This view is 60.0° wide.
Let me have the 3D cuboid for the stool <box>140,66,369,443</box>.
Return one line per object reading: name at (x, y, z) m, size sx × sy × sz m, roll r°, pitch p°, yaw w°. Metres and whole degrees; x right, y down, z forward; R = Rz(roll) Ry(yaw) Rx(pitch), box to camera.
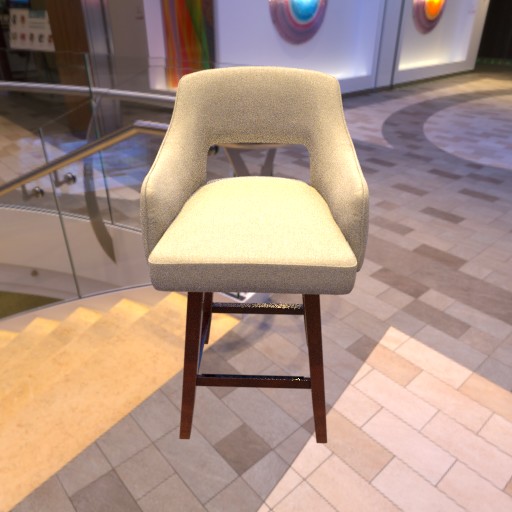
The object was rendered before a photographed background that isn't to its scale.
stool at (0.000, 0.000, 1.259) m, size 0.550 × 0.936 × 0.560 m, roll 1°, pitch 30°, yaw 2°
